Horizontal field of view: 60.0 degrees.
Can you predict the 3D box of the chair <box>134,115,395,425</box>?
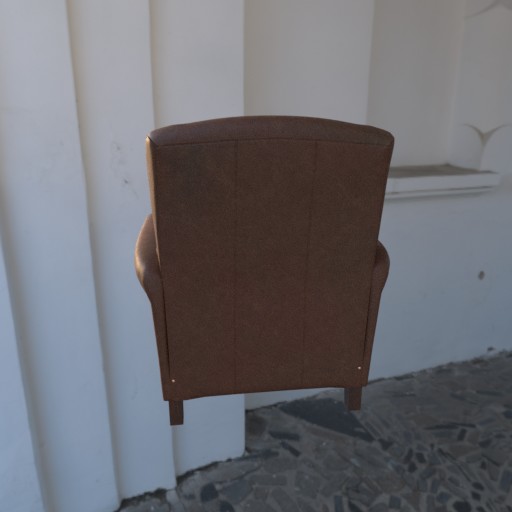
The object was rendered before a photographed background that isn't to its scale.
[{"bbox_3d":[0.000,0.000,1.816,0.978,1.061,0.902,-2,15,-7],"label":"chair"}]
